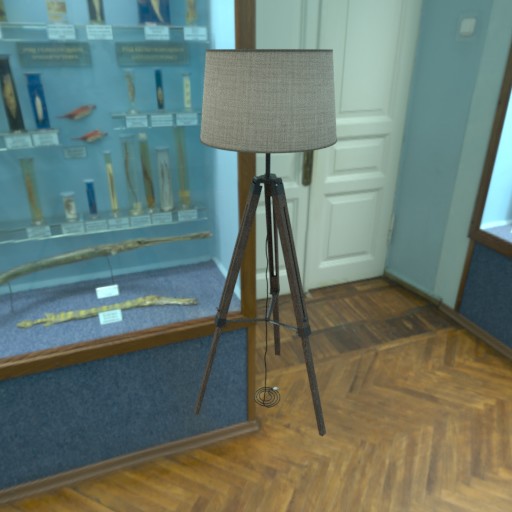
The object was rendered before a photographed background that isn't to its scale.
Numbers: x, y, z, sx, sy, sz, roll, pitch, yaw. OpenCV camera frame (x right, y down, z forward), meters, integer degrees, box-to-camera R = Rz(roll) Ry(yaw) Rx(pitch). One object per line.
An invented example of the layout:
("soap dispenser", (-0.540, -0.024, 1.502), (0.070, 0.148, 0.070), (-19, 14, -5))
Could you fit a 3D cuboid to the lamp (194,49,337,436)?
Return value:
("lamp", (0.000, 0.000, 1.788), (0.587, 1.510, 0.604), (-8, 26, -16))
